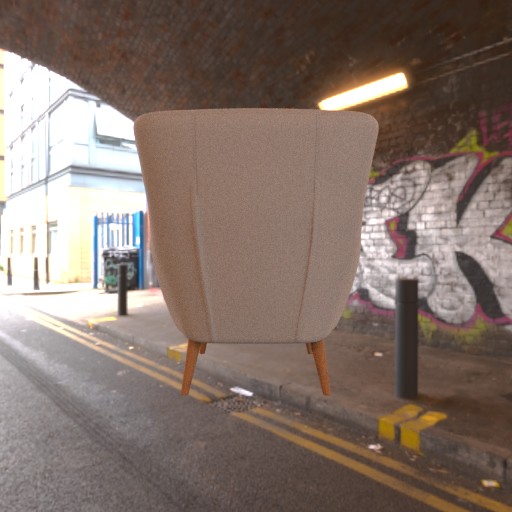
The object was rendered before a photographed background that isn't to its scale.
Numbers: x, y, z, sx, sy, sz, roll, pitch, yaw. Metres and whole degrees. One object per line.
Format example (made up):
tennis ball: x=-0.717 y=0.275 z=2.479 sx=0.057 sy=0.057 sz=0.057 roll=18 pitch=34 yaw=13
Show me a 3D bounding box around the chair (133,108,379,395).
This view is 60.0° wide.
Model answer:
chair: x=0.000 y=0.000 z=1.672 sx=0.890 sy=0.889 sz=0.889 roll=0 pitch=0 yaw=0
